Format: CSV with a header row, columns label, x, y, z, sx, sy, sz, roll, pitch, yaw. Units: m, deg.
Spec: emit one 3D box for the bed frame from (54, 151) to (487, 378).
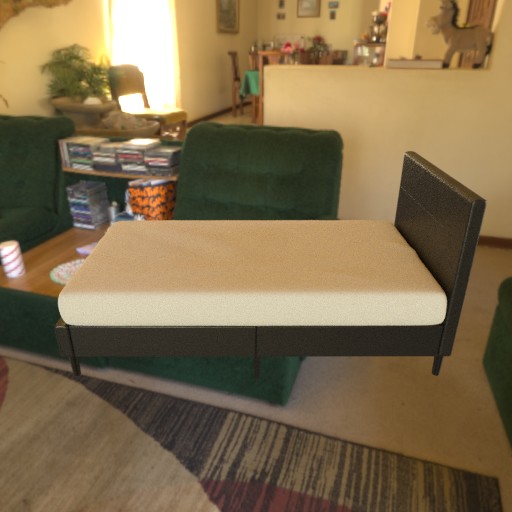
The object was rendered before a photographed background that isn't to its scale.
label,x,y,z,sx,sy,sz,roll,pitch,yaw
bed frame,0.000,0.000,2.544,2.152,1.046,1.038,0,26,0
